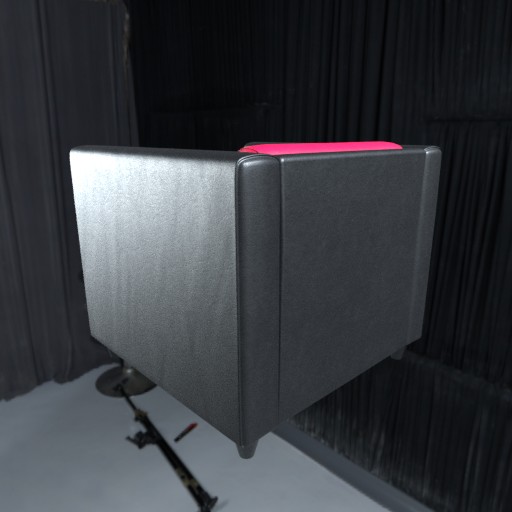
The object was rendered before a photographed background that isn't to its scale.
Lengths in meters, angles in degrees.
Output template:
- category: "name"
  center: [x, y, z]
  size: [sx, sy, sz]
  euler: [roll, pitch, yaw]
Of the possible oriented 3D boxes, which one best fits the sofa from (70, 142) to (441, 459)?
- category: "sofa"
  center: [0.000, 0.000, 1.447]
  size: [0.839, 0.724, 0.809]
  euler: [-14, 21, -41]
